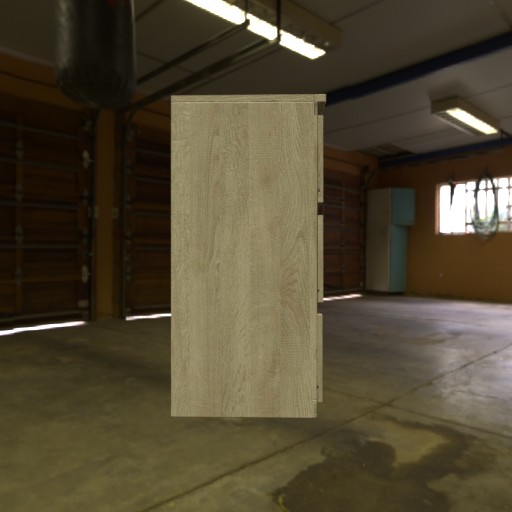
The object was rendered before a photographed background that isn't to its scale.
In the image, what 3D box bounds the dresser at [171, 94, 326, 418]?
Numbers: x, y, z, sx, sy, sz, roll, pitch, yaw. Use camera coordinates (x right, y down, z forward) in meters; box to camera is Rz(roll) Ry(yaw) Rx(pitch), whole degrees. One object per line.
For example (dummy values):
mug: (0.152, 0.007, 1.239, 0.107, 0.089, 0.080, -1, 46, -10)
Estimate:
dresser: (0.000, 0.000, 1.883, 0.390, 0.795, 1.590, 0, 0, 1)
